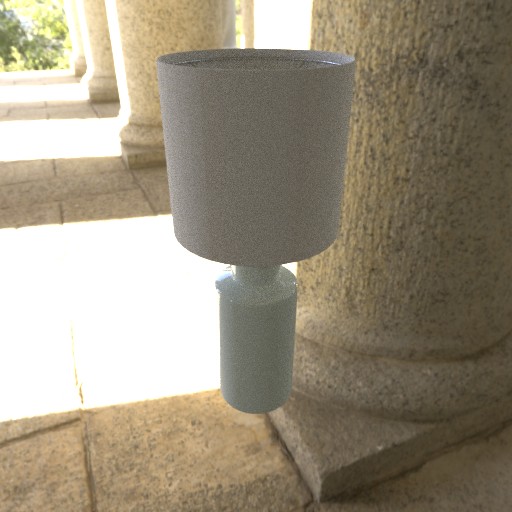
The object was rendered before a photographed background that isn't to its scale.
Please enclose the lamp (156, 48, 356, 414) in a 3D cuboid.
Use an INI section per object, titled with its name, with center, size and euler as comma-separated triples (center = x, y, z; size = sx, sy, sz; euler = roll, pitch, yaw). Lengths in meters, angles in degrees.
[lamp]
center = 0.000, 0.000, 0.599
size = 0.212, 0.493, 0.212
euler = 21, 36, 32
